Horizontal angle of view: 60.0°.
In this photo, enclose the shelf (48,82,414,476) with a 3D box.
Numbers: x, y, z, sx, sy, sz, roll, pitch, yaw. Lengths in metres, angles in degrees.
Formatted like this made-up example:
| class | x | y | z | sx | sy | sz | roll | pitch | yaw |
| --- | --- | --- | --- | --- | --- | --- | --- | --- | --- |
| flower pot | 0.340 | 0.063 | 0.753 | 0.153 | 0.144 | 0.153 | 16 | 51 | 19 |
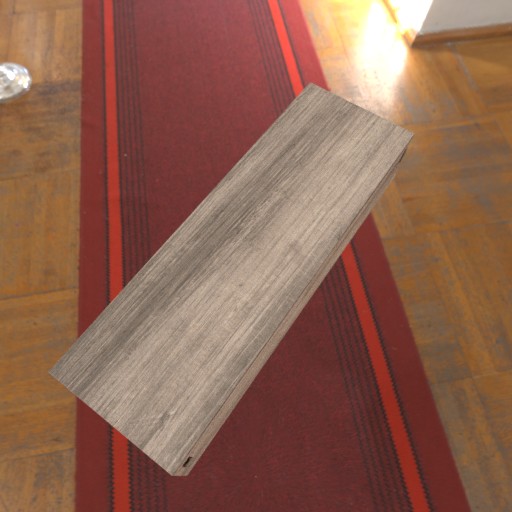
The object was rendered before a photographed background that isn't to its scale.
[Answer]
| class | x | y | z | sx | sy | sz | roll | pitch | yaw |
| --- | --- | --- | --- | --- | --- | --- | --- | --- | --- |
| shelf | 0.000 | 0.000 | 0.690 | 0.200 | 0.125 | 0.610 | 32 | 68 | 15 |
